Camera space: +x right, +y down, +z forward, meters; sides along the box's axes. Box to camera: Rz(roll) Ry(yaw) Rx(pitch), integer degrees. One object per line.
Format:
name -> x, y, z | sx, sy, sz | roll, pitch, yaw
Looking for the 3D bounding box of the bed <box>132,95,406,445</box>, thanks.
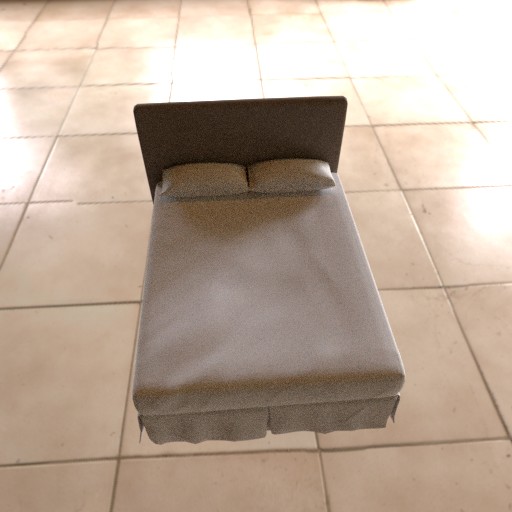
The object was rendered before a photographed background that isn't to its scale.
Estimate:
bed -> 0.000, 0.000, 3.185 | 1.723, 1.330, 2.142 | -3, 47, -3
